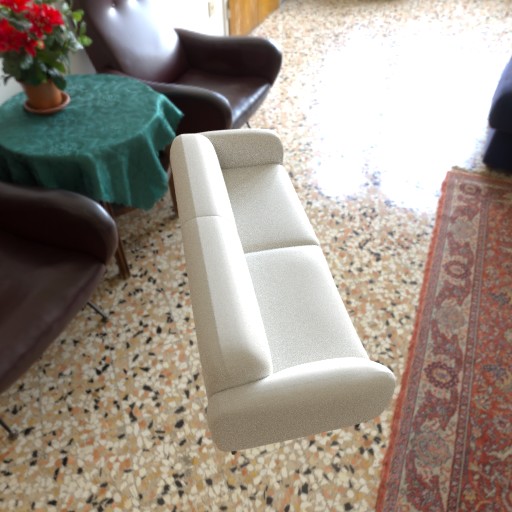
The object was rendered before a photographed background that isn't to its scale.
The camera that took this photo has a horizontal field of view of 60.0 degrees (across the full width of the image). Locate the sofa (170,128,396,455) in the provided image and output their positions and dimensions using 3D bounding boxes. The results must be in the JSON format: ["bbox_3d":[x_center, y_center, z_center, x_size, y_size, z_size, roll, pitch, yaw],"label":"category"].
[{"bbox_3d":[0.000,0.000,2.770,0.880,0.780,2.257,-9,47,-8],"label":"sofa"}]
